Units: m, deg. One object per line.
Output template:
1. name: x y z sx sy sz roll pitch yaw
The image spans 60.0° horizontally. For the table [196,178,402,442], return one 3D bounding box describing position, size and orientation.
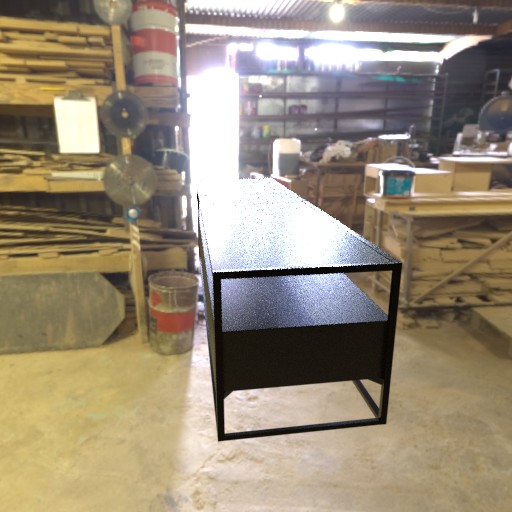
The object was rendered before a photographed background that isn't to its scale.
1. table: 0.000 0.000 1.652 0.399 0.395 1.486 -3 17 -8
